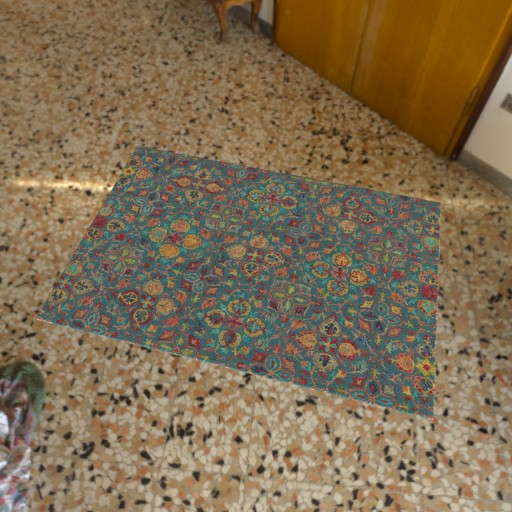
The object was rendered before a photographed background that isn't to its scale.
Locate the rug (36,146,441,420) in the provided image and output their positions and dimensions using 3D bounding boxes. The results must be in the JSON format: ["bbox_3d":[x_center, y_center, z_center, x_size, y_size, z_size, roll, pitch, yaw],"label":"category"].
[{"bbox_3d":[0.000,0.000,2.290,1.836,0.014,1.216,12,57,8],"label":"rug"}]
